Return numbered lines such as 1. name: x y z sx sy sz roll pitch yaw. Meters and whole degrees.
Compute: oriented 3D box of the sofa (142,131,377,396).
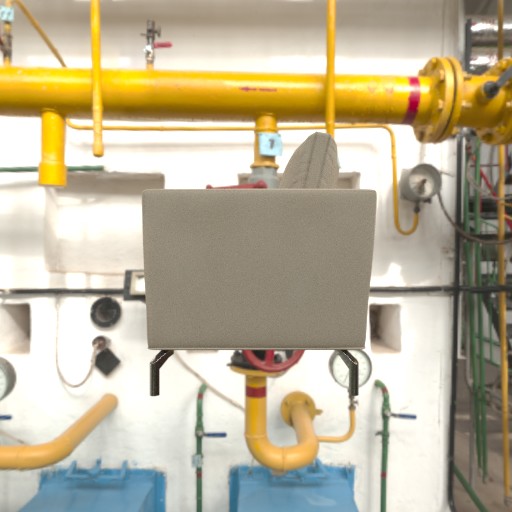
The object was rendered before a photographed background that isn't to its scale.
1. sofa: 0.000 0.000 2.672 0.868 1.005 2.214 0 0 0
